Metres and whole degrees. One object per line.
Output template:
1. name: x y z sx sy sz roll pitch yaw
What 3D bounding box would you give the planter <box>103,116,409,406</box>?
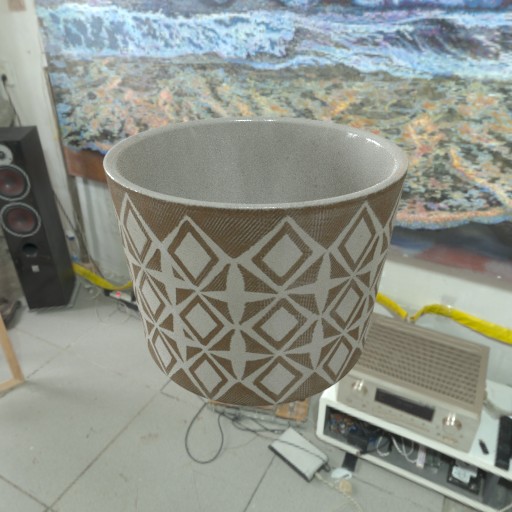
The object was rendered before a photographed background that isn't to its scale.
1. planter: 0.000 0.000 0.448 0.260 0.220 0.260 0 30 0
